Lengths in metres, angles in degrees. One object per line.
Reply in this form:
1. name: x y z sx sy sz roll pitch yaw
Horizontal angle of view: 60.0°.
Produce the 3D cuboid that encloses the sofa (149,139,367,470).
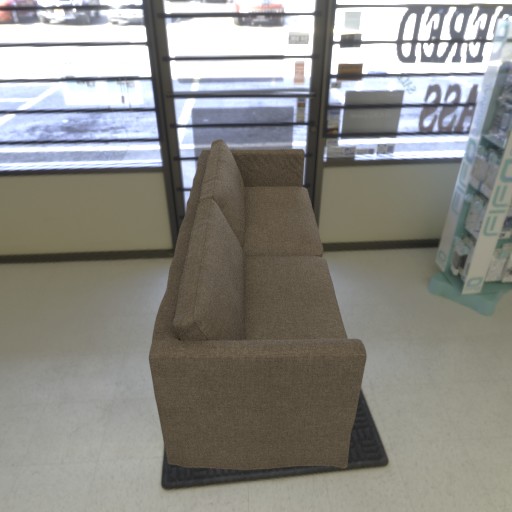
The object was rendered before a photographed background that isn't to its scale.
1. sofa: 0.000 0.000 3.319 1.036 0.998 2.779 0 33 -1
